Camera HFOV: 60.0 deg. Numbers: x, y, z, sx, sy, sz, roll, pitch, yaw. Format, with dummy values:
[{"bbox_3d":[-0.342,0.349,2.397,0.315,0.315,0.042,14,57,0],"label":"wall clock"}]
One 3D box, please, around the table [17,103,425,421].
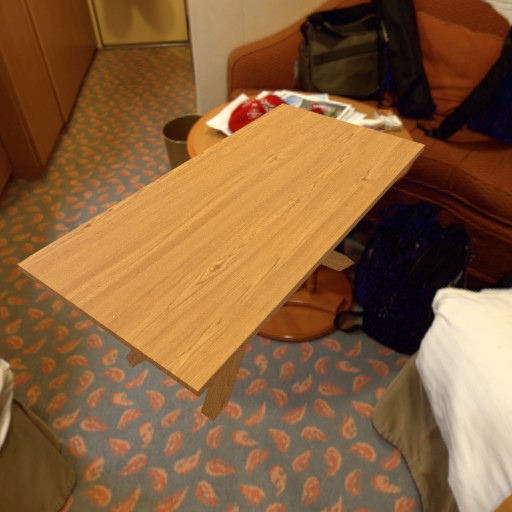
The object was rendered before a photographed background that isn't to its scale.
[{"bbox_3d":[0.000,0.000,2.248,0.901,0.750,1.797,26,48,26],"label":"table"}]
